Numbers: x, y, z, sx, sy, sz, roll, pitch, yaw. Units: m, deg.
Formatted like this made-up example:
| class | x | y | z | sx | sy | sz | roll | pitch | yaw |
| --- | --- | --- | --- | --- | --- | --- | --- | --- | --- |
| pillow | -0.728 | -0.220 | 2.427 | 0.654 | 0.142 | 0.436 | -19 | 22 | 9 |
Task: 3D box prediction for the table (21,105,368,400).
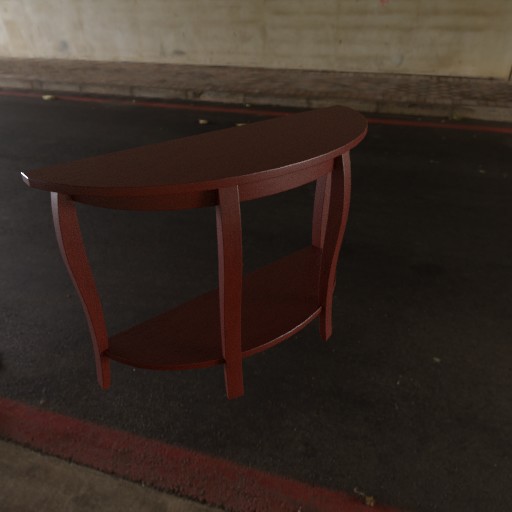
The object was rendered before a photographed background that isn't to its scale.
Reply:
| class | x | y | z | sx | sy | sz | roll | pitch | yaw |
| --- | --- | --- | --- | --- | --- | --- | --- | --- | --- |
| table | 0.000 | 0.000 | 1.527 | 1.219 | 0.779 | 0.405 | -23 | 38 | -34 |
